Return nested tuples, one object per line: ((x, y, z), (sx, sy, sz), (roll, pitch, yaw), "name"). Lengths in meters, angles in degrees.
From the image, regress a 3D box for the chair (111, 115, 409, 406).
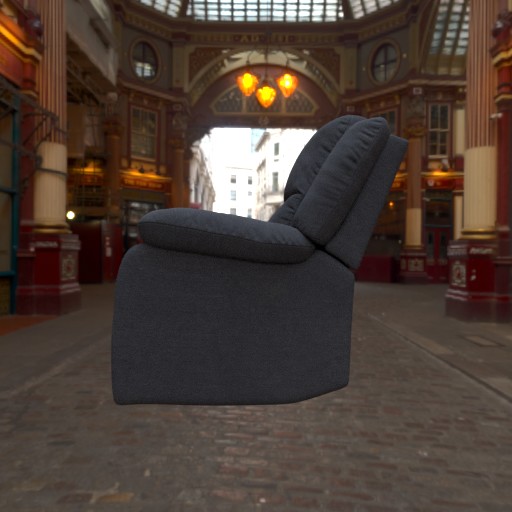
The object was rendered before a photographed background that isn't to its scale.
((0.000, 0.000, 1.754), (0.944, 1.008, 0.899), (0, 1, 0), "chair")
